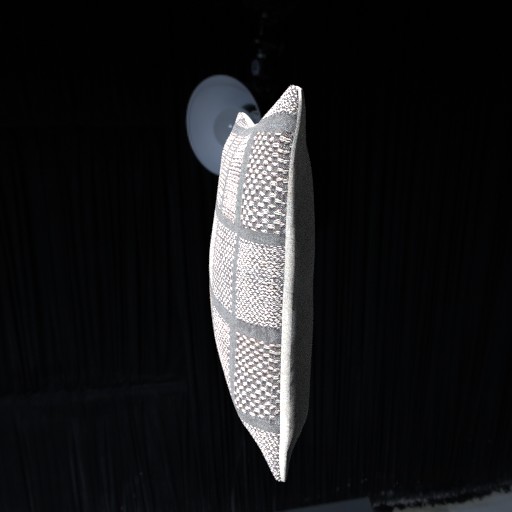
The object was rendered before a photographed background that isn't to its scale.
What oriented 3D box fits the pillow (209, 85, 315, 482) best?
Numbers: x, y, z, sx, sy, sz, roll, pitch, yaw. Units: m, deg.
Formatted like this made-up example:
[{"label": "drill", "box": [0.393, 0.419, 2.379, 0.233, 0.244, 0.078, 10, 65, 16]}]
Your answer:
[{"label": "pillow", "box": [0.000, 0.000, 0.660, 0.138, 0.432, 0.435, -2, 15, -8]}]
